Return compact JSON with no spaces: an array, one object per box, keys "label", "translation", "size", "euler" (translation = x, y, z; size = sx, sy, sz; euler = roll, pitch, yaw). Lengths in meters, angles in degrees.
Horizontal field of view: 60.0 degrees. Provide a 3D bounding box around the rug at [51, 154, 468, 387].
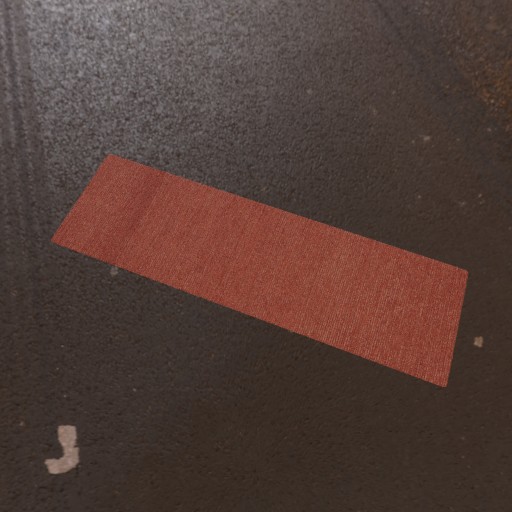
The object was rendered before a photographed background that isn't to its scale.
[{"label":"rug","translation":[0.000,0.000,2.542],"size":[2.307,0.012,0.687],"euler":[19,65,9]}]
